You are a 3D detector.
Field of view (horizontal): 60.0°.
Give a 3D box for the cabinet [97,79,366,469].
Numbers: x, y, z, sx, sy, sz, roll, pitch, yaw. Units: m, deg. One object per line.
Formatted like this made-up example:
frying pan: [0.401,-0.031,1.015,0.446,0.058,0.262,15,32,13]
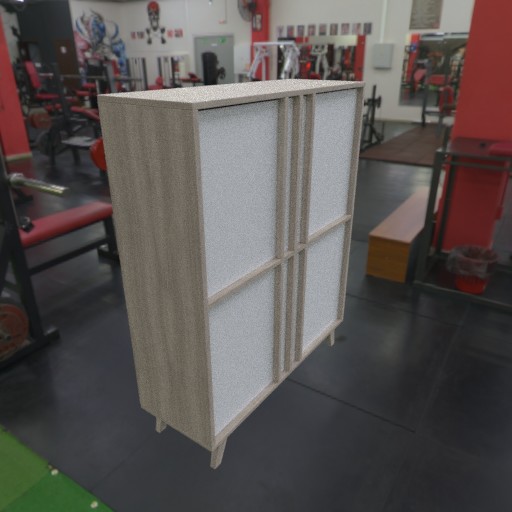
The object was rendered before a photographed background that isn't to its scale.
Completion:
cabinet: [0.000,0.000,1.945,0.398,1.388,1.111,17,30,32]
